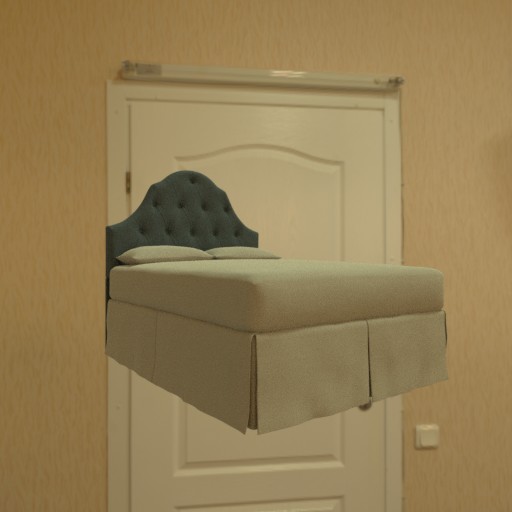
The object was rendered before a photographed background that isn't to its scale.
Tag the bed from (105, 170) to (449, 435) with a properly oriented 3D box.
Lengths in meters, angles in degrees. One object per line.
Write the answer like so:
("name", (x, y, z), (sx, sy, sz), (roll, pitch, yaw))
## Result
("bed", (0.000, 0.000, 3.245), (1.636, 1.575, 2.155), (0, 0, -36))
